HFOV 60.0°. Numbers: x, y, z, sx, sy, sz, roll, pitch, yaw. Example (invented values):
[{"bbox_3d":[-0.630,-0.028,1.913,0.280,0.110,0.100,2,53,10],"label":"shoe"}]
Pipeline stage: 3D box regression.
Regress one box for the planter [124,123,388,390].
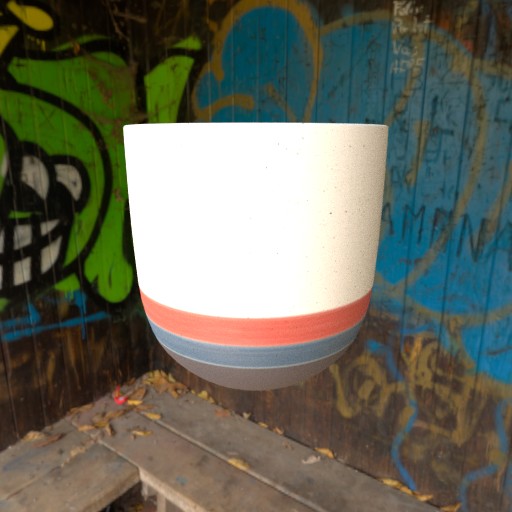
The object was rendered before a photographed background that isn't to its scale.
[{"bbox_3d":[0.000,0.000,0.382,0.204,0.214,0.204,0,15,0],"label":"planter"}]
